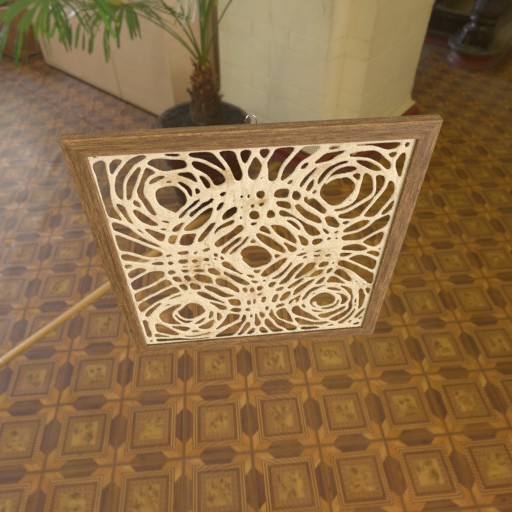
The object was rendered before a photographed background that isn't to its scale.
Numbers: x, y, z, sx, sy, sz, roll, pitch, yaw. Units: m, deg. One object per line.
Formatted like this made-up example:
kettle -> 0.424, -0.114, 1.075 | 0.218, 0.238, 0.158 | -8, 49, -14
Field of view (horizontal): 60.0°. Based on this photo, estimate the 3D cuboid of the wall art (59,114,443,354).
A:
wall art -> 0.000, 0.000, 0.844 | 0.561, 0.576, 0.021 | -4, 46, -4
